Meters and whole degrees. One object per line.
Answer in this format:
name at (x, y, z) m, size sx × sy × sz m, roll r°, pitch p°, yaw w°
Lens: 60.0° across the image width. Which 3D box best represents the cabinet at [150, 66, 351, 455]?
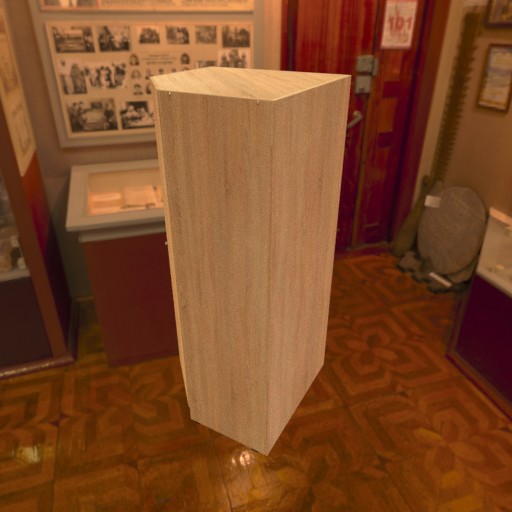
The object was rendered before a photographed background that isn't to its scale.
cabinet at (0.000, 0.000, 2.833) m, size 1.094 × 2.120 × 1.327 m, roll -8°, pitch 30°, yaw -14°
